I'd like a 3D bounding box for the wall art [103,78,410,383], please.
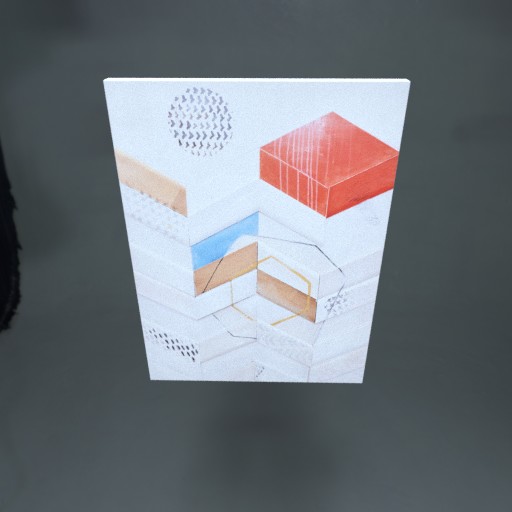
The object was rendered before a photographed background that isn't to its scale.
[{"bbox_3d":[0.000,0.000,1.635,0.914,1.221,0.046,1,29,1],"label":"wall art"}]
